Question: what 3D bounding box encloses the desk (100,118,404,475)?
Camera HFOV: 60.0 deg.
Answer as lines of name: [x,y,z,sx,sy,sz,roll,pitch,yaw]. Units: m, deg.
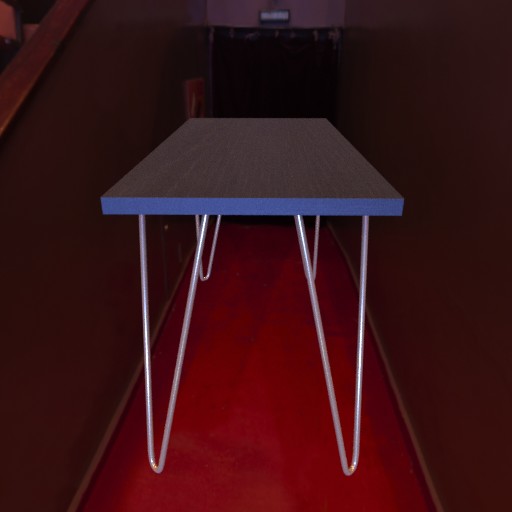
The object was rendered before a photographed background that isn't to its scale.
desk: [0.000,0.000,1.314,0.499,0.660,0.991,0,25,1]
